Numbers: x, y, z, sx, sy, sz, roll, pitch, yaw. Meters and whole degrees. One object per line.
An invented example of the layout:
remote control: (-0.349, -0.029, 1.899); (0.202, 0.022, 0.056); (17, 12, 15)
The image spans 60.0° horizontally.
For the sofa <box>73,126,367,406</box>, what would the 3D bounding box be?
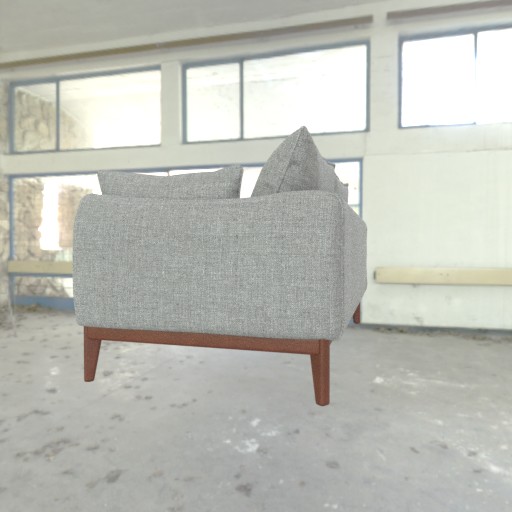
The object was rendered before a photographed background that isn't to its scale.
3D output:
sofa: (0.000, 0.000, 2.123); (0.972, 0.851, 1.580); (0, 1, 17)
